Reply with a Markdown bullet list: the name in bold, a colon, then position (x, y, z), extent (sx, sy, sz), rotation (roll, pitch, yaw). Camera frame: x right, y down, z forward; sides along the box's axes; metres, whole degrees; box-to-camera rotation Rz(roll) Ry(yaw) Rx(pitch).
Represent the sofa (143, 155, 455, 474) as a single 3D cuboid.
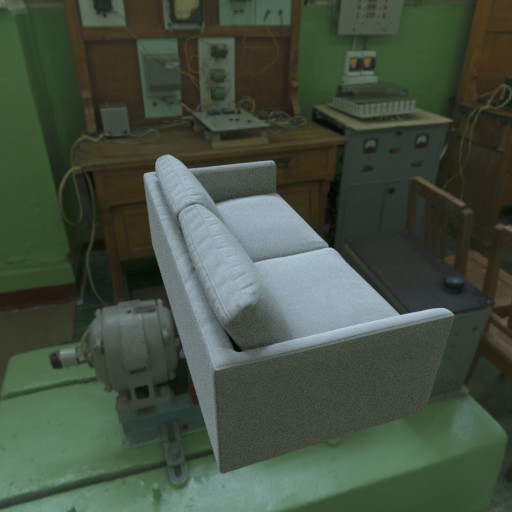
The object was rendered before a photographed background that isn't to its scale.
- **sofa**: position (0.000, 0.000, 2.788), extent (1.090, 0.838, 2.588), rotation (-10, 32, -16)
